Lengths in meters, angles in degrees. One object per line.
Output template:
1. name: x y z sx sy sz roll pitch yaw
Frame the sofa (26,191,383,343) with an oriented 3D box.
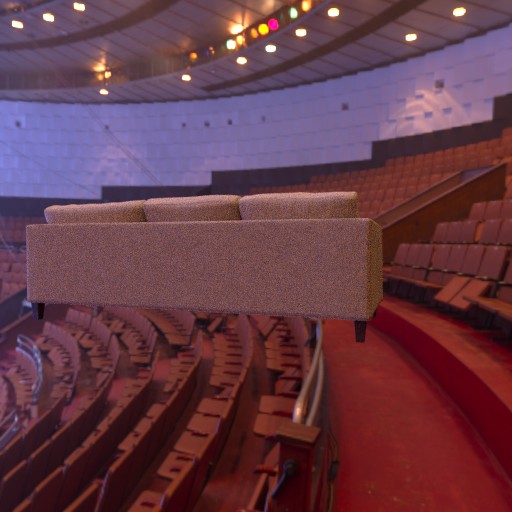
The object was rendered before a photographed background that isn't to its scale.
1. sofa: 0.000 0.000 4.279 2.432 0.863 3.182 1 2 19
